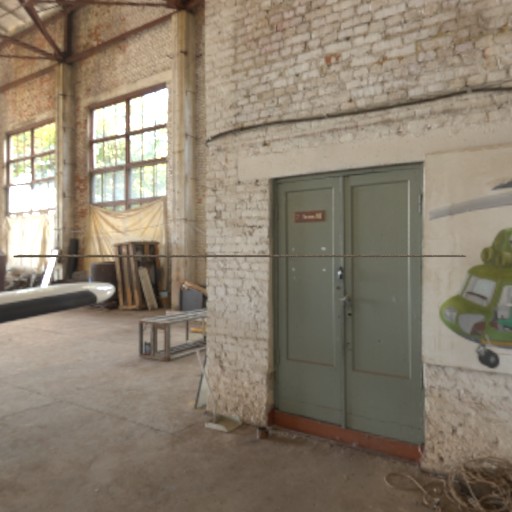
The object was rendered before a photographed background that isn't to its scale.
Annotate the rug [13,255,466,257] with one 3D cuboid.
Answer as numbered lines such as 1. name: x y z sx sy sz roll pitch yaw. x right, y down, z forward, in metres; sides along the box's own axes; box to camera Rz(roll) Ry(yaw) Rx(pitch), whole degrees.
1. rug: 0.000 0.000 2.368 2.196 0.011 0.662 0 0 -19
